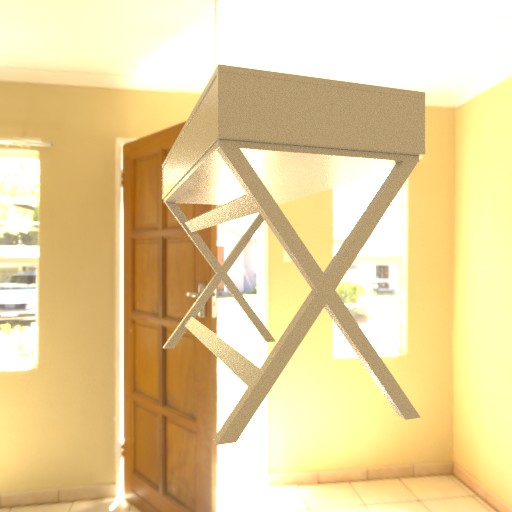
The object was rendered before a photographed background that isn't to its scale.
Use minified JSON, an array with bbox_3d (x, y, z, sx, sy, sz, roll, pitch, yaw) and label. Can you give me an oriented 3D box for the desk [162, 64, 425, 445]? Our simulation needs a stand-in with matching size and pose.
[{"bbox_3d":[0.000,0.000,1.479,0.509,0.780,1.059,0,0,-18],"label":"desk"}]
